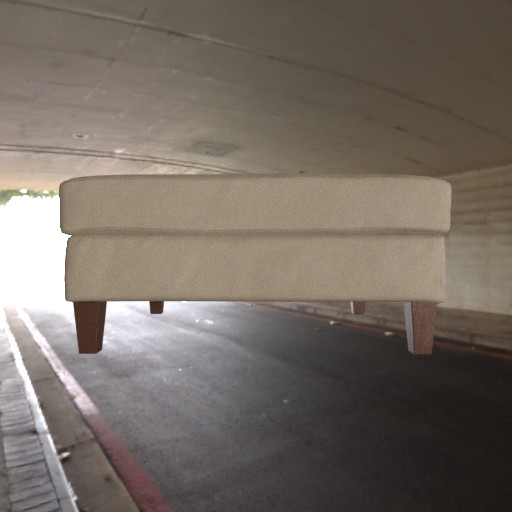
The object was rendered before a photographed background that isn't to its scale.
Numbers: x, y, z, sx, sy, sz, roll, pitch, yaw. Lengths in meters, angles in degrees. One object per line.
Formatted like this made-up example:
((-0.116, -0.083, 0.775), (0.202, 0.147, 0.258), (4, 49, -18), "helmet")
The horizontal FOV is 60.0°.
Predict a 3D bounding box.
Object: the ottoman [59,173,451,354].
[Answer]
((0.000, 0.000, 1.506), (1.002, 0.492, 0.836), (0, 1, 1), "ottoman")
